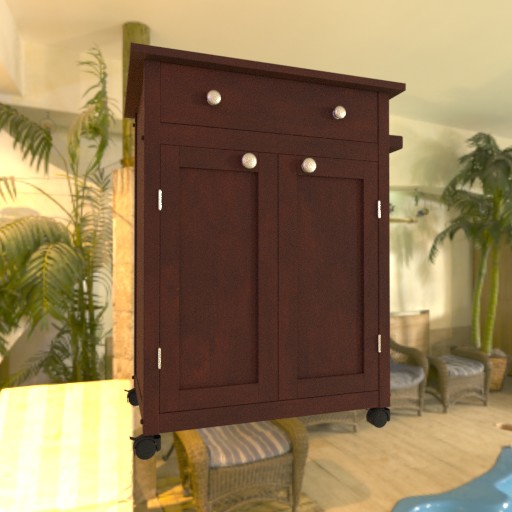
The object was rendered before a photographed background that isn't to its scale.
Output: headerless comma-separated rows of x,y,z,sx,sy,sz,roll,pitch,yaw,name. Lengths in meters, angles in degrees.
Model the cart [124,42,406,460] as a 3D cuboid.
0.000,0.000,1.215,0.683,0.864,0.442,0,-1,-18,cart
